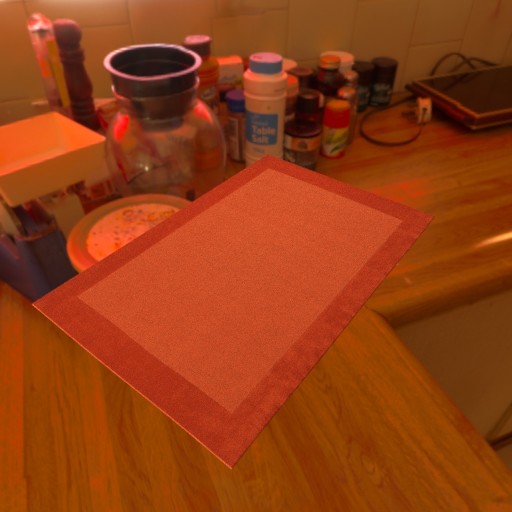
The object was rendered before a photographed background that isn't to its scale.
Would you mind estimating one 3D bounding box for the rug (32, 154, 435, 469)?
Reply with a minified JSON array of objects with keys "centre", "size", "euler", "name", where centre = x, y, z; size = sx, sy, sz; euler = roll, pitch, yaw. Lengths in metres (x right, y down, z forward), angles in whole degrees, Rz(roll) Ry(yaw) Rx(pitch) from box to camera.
[{"centre":[0.000,0.000,2.320],"size":[1.219,0.014,1.829],"euler":[27,48,28],"name":"rug"}]
